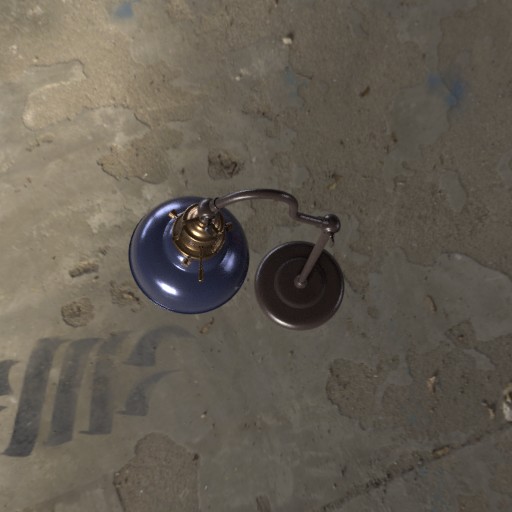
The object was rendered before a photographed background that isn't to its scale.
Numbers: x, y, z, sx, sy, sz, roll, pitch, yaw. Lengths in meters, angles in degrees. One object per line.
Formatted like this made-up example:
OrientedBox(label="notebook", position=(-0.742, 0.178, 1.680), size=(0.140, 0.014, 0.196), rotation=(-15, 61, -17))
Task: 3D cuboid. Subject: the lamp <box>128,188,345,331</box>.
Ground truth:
OrientedBox(label="lamp", position=(0.000, 0.000, 0.693), size=(0.374, 0.508, 0.192), rotation=(-2, 75, -1))
